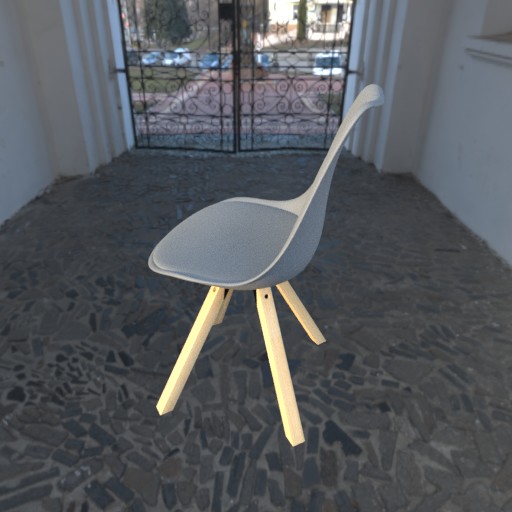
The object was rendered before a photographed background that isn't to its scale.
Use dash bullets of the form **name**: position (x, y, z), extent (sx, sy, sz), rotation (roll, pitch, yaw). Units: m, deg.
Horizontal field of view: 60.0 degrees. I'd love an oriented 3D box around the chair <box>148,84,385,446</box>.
- **chair**: position (0.000, 0.000, 1.179), extent (0.549, 0.850, 0.485), rotation (8, 31, 13)
